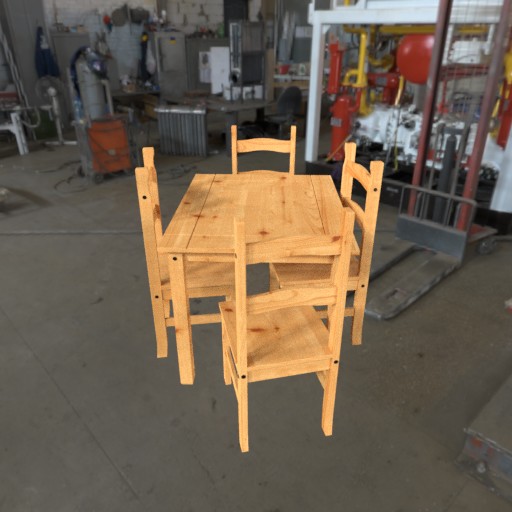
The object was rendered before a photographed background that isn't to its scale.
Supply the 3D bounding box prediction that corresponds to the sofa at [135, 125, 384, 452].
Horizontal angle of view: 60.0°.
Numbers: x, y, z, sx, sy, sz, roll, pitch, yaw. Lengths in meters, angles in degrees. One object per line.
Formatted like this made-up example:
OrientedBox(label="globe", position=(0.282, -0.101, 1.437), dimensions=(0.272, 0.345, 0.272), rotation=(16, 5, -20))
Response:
OrientedBox(label="sofa", position=(0.000, 0.000, 2.239), dimensions=(1.144, 1.000, 1.529), rotation=(1, 27, 2))
